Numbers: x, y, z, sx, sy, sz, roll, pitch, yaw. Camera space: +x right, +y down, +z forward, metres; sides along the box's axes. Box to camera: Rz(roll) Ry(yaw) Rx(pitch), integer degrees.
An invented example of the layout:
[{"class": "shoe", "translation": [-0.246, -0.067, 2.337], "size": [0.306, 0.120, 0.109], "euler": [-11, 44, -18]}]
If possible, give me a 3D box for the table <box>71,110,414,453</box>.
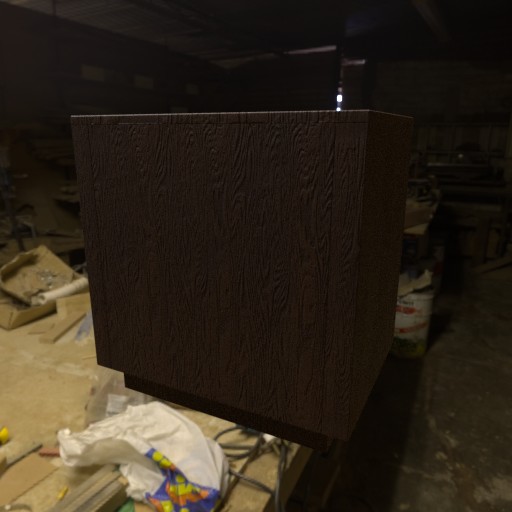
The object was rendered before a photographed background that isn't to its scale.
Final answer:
[{"class": "table", "translation": [0.000, 0.000, 0.977], "size": [0.560, 0.585, 0.439], "euler": [8, 18, 26]}]
